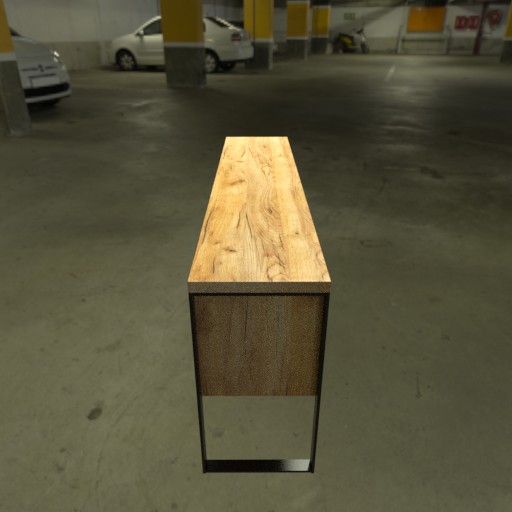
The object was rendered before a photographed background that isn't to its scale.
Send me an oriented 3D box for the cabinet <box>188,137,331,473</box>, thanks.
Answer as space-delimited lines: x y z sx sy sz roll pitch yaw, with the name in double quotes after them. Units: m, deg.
0.000 0.000 2.153 0.395 0.762 1.800 0 27 0 "cabinet"
